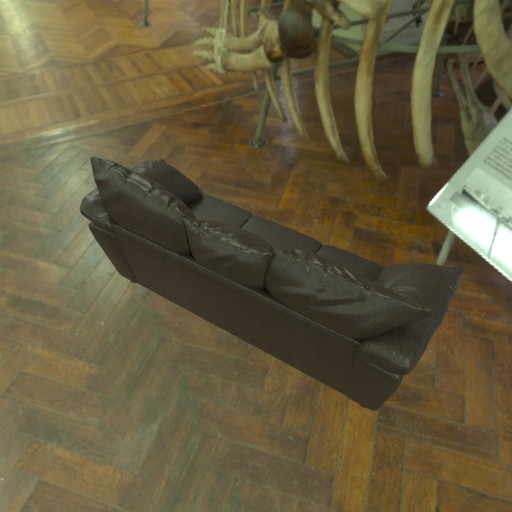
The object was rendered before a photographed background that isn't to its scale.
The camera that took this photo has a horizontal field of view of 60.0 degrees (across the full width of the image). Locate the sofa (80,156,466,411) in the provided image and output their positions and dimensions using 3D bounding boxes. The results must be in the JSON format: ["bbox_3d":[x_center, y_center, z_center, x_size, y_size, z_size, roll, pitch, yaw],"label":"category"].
[{"bbox_3d":[0.000,0.000,2.926,2.390,1.091,0.907,24,50,22],"label":"sofa"}]
